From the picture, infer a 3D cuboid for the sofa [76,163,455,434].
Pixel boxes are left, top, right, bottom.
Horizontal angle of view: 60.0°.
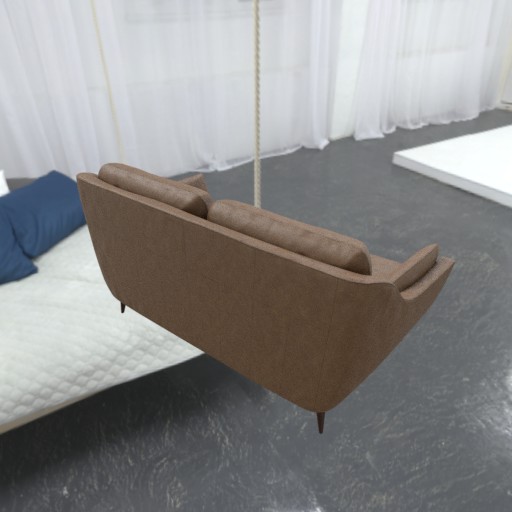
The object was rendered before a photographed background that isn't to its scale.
[{"bbox_3d":[0.000,0.000,2.316,1.731,0.886,0.981,22,37,32],"label":"sofa"}]
